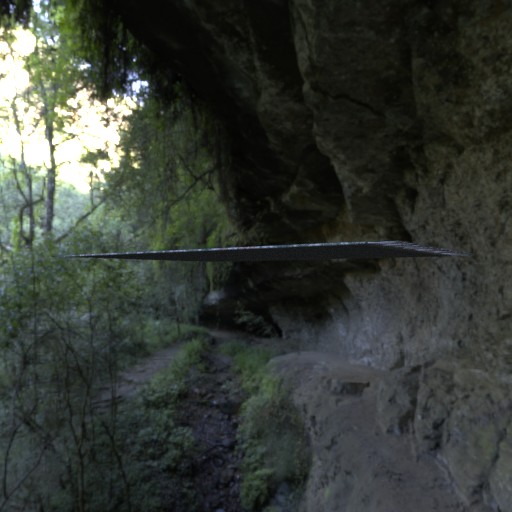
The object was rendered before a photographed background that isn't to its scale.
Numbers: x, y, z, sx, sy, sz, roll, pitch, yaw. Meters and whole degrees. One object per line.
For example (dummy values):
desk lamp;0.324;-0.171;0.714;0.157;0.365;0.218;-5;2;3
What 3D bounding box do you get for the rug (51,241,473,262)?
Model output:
rug;0.000;0.000;2.976;2.438;0.011;1.524;-2;-3;36
